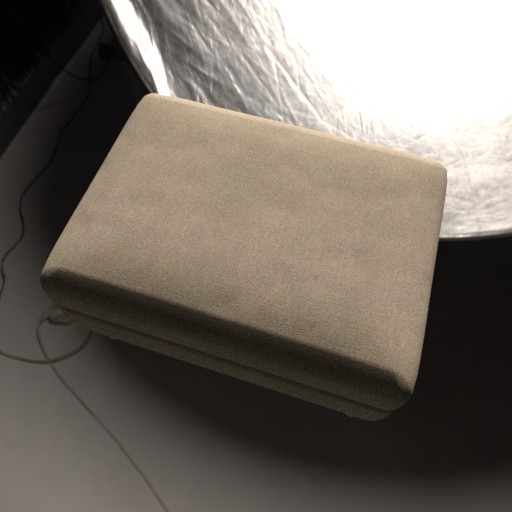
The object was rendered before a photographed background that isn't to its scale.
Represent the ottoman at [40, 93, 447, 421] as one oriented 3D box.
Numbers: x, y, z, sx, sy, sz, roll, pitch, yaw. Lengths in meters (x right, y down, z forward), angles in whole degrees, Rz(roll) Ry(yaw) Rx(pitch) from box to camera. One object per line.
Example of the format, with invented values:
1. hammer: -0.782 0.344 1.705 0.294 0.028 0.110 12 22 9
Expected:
1. ottoman: 0.000 0.000 1.183 0.823 0.478 0.610 16 65 8
